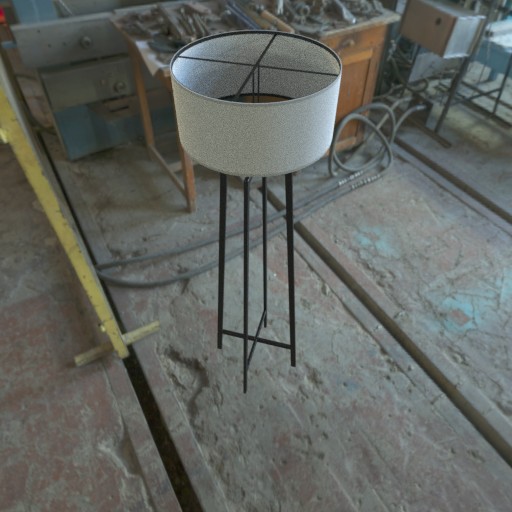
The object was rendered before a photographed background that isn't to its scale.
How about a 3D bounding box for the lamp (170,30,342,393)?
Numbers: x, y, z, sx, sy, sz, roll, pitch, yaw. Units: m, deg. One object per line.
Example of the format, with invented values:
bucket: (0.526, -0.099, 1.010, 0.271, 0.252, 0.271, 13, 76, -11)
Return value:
lamp: (0.000, 0.000, 1.734, 0.456, 1.510, 0.457, 11, 48, 10)
